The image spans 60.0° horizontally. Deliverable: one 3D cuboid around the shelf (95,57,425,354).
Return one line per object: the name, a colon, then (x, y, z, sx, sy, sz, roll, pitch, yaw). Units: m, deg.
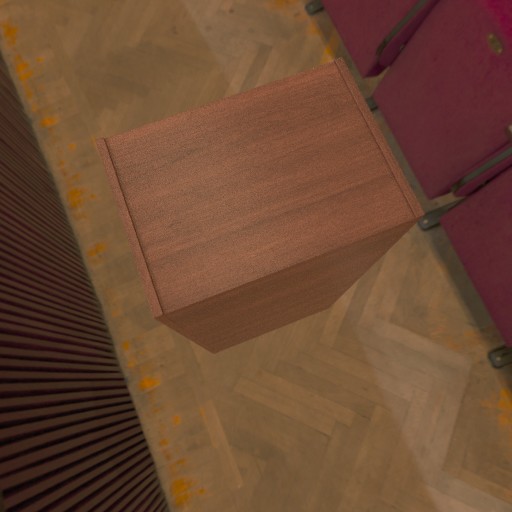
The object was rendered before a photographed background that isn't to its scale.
shelf: (0.000, 0.000, 1.079, 0.414, 0.879, 0.290, -21, 75, -6)
